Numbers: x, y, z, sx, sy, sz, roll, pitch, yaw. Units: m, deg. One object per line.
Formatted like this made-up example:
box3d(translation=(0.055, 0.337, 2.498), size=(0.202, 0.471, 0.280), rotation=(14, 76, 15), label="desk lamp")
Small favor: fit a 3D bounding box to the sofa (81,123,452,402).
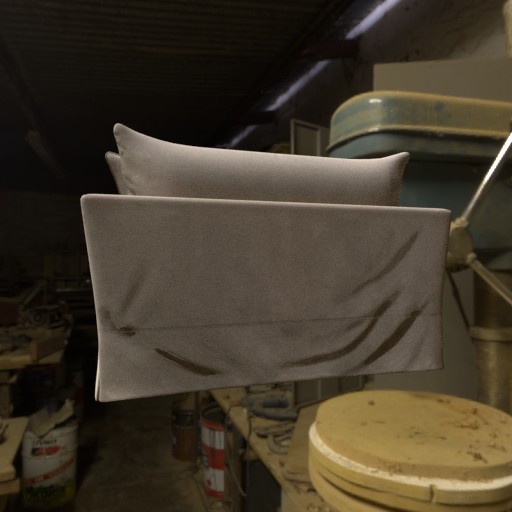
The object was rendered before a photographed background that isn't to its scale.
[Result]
box3d(translation=(0.000, 0.000, 2.256), size=(1.608, 1.040, 1.035), rotation=(0, 0, -18), label="sofa")
